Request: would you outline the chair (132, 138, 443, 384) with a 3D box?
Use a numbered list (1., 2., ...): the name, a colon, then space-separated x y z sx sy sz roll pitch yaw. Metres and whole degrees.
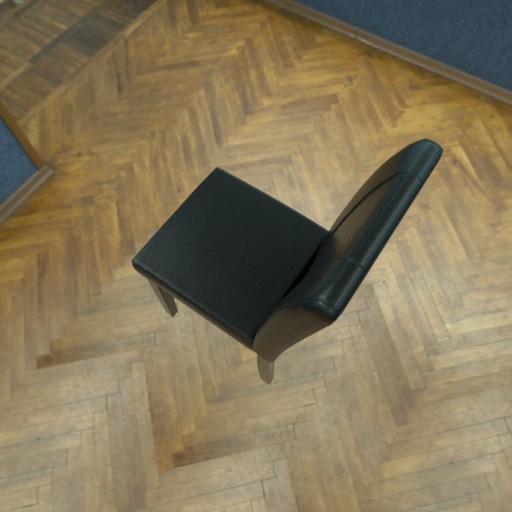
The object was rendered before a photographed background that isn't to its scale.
1. chair: 0.000 0.000 1.168 0.556 0.897 0.399 32 68 15
